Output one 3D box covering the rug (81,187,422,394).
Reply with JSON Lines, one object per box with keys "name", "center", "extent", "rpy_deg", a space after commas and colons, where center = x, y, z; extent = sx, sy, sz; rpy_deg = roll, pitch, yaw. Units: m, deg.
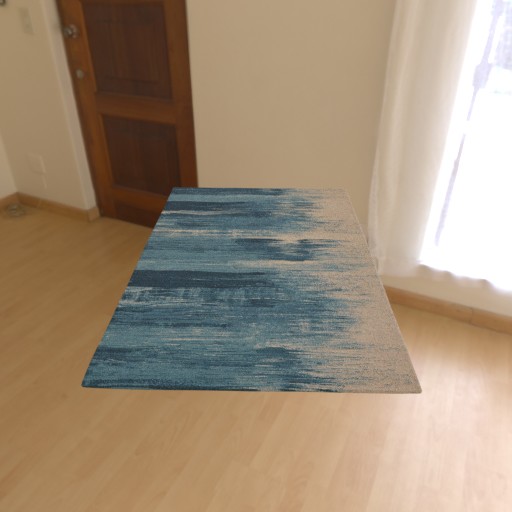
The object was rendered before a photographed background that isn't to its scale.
{"name": "rug", "center": [0.000, 0.000, 2.354], "extent": [1.232, 0.009, 1.836], "rpy_deg": [1, 31, 1]}
